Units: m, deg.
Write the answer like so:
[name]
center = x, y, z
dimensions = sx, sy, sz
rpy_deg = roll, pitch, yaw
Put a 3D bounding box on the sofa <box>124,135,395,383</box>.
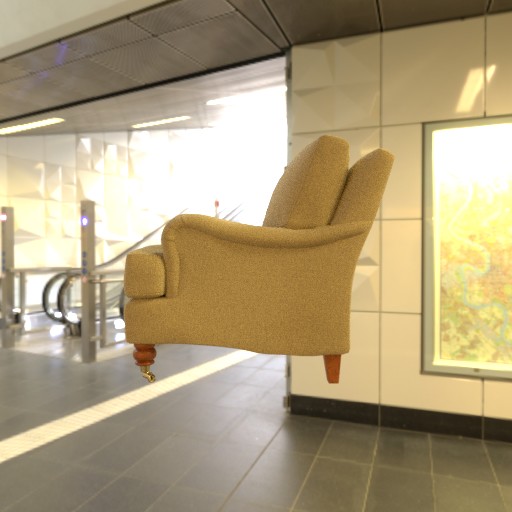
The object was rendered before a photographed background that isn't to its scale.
[sofa]
center = 0.000, 0.000, 2.718
dimensions = 1.091, 0.997, 2.070
rpy_deg = 0, 1, 0
